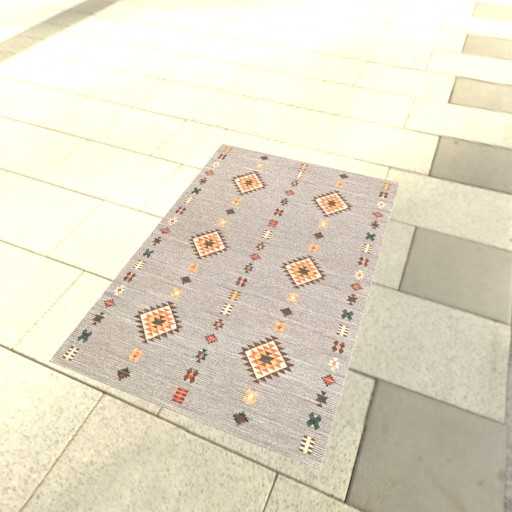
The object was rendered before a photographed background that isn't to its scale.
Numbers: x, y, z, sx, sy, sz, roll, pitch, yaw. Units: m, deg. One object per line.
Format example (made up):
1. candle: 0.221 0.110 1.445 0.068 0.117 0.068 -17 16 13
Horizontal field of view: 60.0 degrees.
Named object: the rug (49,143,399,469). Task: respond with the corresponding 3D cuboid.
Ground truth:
1. rug: 0.000 0.000 2.346 1.217 0.005 1.818 16 49 14
